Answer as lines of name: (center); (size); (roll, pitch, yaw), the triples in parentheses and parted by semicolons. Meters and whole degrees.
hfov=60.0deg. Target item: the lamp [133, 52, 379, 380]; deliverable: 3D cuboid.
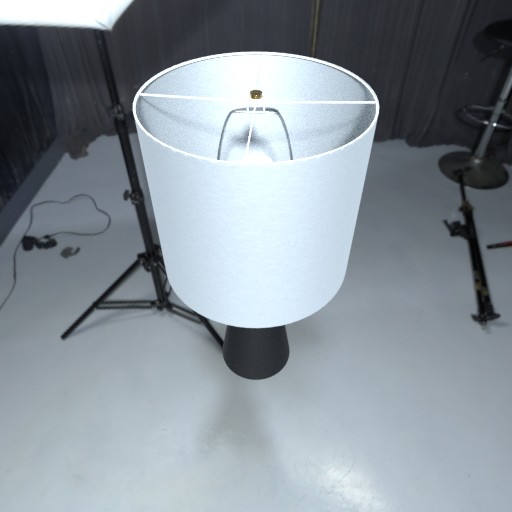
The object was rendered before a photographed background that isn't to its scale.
lamp: (0.000, 0.000, 0.764); (0.308, 0.580, 0.308); (3, 45, 3)
